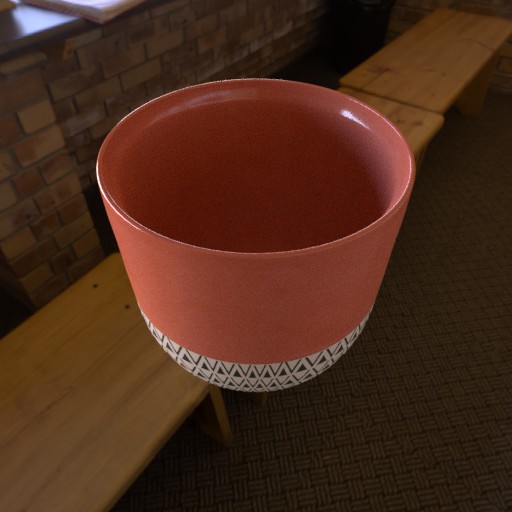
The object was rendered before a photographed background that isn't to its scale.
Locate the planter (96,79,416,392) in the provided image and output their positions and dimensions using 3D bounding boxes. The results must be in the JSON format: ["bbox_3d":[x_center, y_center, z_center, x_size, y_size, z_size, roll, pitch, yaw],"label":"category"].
[{"bbox_3d":[0.000,0.000,0.475,0.266,0.270,0.266,0,46,0],"label":"planter"}]
